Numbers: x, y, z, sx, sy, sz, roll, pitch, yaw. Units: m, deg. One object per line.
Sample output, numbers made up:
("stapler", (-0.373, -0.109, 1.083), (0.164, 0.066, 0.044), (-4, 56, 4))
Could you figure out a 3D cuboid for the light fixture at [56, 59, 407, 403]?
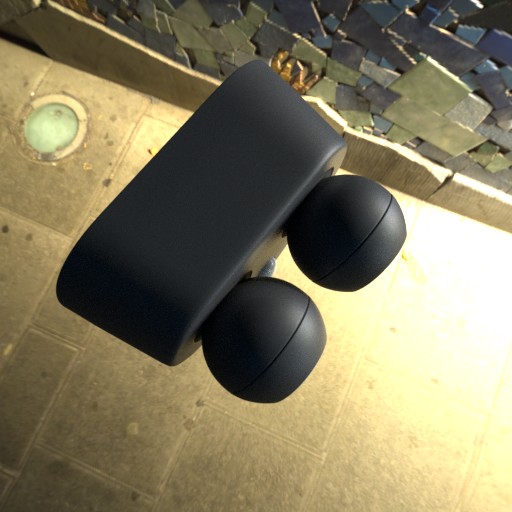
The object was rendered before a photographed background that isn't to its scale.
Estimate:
("light fixture", (0.000, 0.000, 0.338), (0.159, 0.159, 0.229), (37, 79, 9))
